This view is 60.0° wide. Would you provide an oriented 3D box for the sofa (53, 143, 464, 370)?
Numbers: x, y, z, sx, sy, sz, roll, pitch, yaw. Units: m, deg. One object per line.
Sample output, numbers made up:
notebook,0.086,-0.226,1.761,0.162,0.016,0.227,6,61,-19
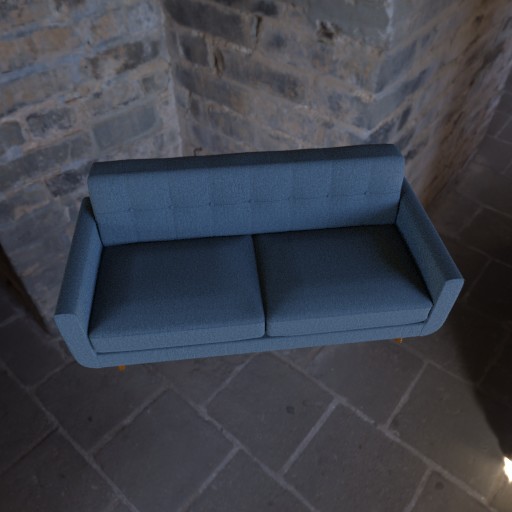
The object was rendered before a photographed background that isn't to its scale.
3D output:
sofa,0.000,0.000,2.602,2.055,0.884,0.942,-5,46,-5
